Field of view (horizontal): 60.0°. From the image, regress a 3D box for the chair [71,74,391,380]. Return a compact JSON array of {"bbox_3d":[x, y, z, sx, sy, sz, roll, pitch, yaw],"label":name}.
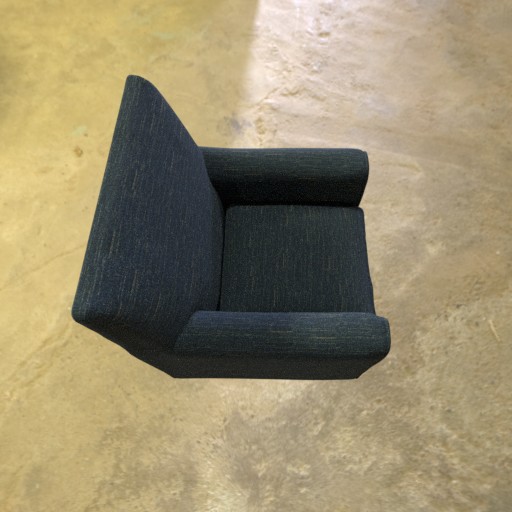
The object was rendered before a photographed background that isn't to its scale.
[{"bbox_3d":[0.000,0.000,1.655,0.873,0.928,0.864,1,62,1],"label":"chair"}]
